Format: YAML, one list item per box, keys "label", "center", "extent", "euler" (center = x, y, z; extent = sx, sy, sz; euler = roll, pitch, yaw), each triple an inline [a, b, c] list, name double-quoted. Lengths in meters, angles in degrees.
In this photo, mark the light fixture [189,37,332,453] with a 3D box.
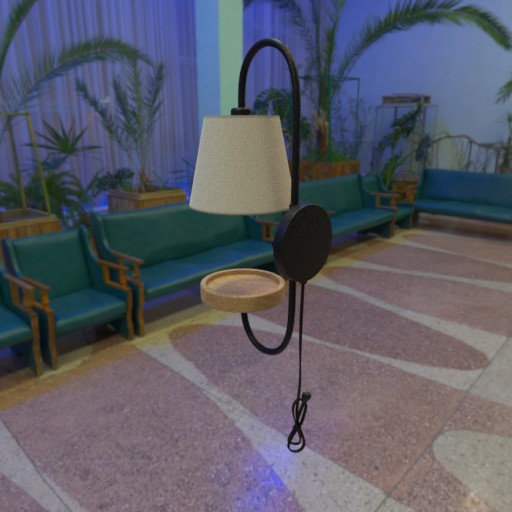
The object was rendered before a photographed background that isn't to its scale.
- label: "light fixture"
  center: [0.000, 0.000, 0.924]
  extent: [0.220, 0.821, 0.299]
  euler: [-16, 23, -42]
